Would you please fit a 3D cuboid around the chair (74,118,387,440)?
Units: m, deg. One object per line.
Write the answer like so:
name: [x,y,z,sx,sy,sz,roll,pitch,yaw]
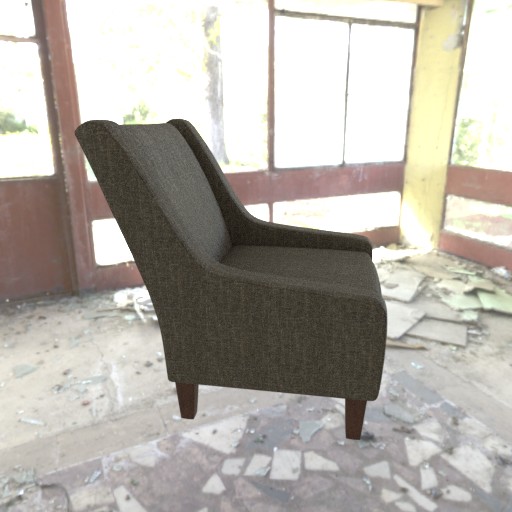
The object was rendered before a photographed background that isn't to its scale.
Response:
chair: [0.000,0.000,1.713,0.944,1.012,0.793,3,18,10]
